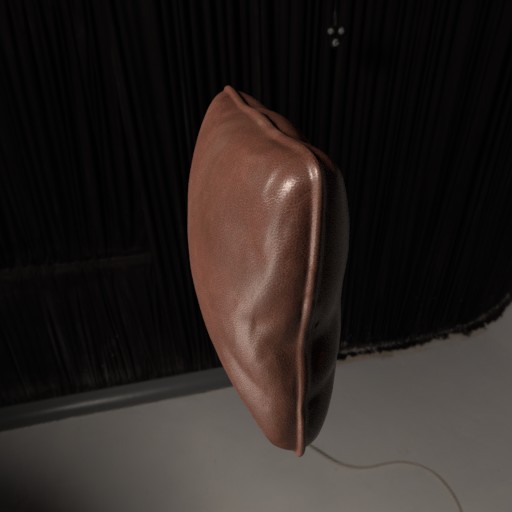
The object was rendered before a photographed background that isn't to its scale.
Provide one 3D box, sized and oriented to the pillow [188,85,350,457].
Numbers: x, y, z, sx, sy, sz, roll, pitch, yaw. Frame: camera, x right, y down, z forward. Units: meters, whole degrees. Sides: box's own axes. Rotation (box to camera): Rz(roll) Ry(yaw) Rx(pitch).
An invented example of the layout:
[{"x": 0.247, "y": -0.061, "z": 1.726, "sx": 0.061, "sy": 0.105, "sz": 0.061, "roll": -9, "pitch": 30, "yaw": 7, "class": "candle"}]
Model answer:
[{"x": 0.000, "y": 0.000, "z": 0.819, "sx": 0.236, "sy": 0.523, "sz": 0.532, "roll": -8, "pitch": 32, "yaw": -13, "class": "pillow"}]
